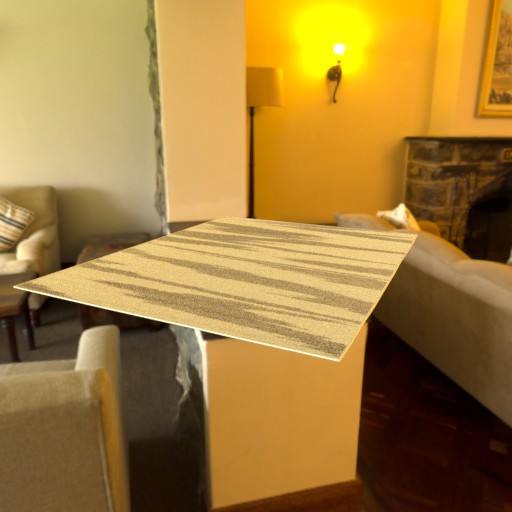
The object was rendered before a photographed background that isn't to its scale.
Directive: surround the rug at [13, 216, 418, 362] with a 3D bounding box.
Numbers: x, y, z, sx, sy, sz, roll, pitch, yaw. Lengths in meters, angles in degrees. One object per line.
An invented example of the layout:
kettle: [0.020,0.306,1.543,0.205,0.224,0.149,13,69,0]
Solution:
rug: [0.000,0.000,3.873,2.353,0.014,2.945,8,18,25]
